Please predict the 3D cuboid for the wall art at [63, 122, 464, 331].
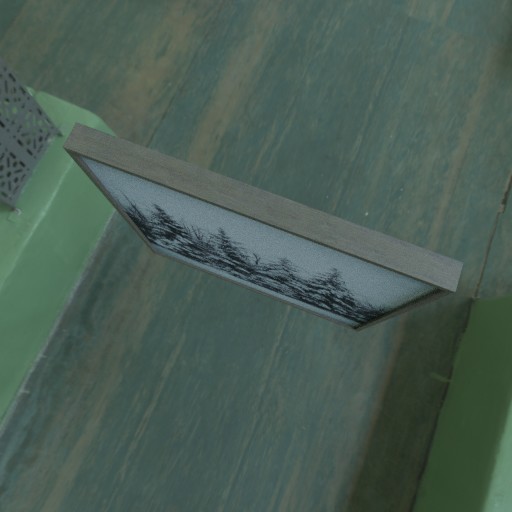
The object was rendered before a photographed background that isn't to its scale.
[{"bbox_3d":[0.000,0.000,0.782,0.507,0.507,0.037,21,76,5],"label":"wall art"}]
